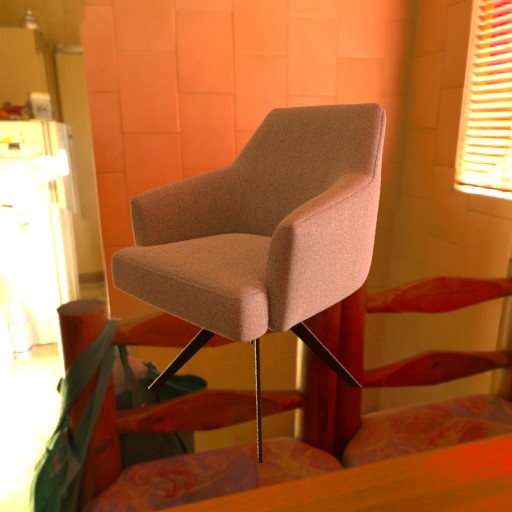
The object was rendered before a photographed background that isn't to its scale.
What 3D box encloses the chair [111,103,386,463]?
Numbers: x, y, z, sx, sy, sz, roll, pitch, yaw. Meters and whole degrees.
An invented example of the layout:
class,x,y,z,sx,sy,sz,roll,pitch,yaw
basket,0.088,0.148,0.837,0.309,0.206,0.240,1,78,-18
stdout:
class,x,y,z,sx,sy,sz,roll,pitch,yaw
chair,0.000,0.000,1.313,0.642,0.874,0.677,14,21,42
